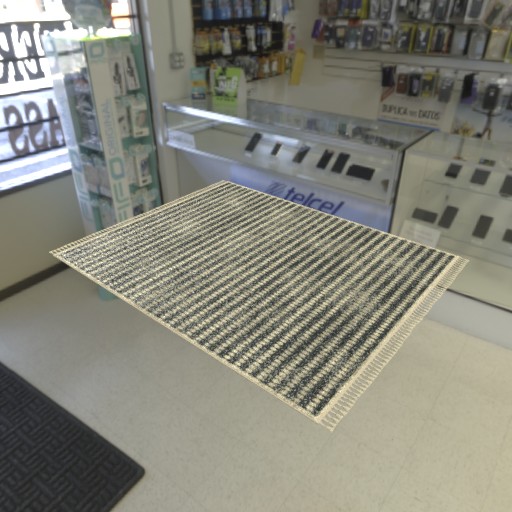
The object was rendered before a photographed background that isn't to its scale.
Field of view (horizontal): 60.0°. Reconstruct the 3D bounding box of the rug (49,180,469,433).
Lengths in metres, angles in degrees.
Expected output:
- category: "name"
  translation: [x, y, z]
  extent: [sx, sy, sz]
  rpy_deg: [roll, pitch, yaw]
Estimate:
- category: "rug"
  translation: [0.000, 0.000, 3.865]
  extent: [2.910, 0.013, 2.256]
  rpy_deg: [23, 38, 33]
